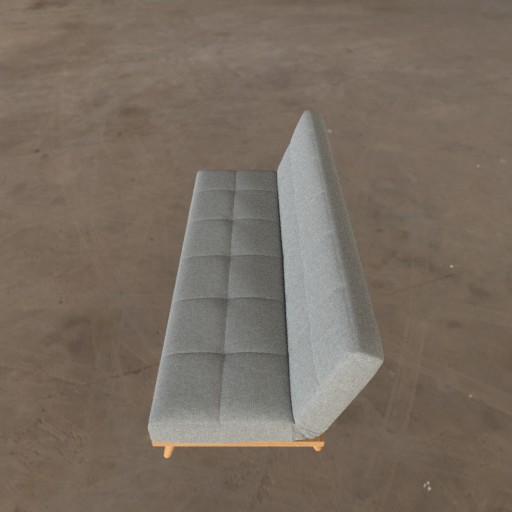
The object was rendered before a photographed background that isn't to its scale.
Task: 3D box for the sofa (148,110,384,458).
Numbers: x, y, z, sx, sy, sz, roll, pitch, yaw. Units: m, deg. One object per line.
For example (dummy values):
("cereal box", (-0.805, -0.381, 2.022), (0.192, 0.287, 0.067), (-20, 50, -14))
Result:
("sofa", (0.000, 0.000, 2.258), (0.800, 0.800, 1.820), (0, 41, 0))
